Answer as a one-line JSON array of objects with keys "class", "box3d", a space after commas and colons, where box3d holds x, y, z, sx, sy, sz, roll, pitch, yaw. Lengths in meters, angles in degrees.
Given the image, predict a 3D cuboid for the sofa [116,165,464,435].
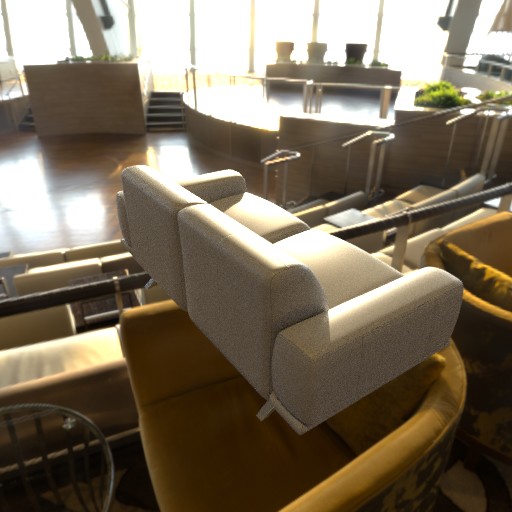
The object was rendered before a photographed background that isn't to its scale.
[{"class": "sofa", "box3d": [0.000, 0.000, 2.395, 0.900, 0.772, 1.901, -18, 33, -30]}]
